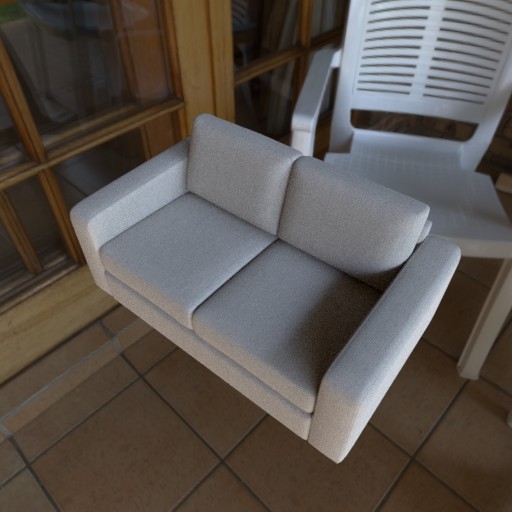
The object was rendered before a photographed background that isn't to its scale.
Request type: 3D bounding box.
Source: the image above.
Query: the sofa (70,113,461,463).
[{"bbox_3d":[0.000,0.000,2.061,1.540,0.800,0.900,29,53,26],"label":"sofa"}]
